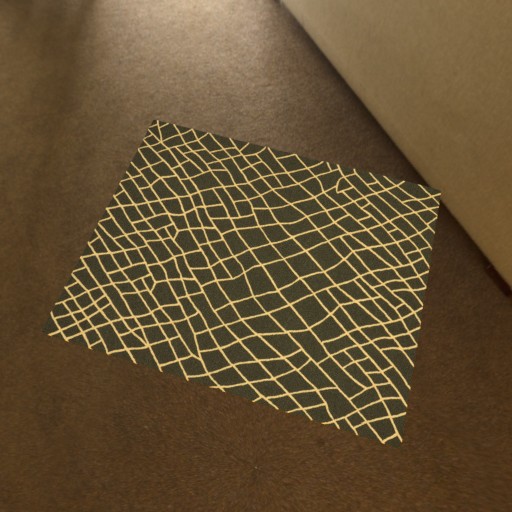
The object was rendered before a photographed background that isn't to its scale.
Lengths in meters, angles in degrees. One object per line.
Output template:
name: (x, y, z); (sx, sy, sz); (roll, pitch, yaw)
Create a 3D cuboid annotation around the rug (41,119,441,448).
rug: (0.000, 0.000, 4.033); (3.047, 0.022, 2.439); (16, 65, 7)
